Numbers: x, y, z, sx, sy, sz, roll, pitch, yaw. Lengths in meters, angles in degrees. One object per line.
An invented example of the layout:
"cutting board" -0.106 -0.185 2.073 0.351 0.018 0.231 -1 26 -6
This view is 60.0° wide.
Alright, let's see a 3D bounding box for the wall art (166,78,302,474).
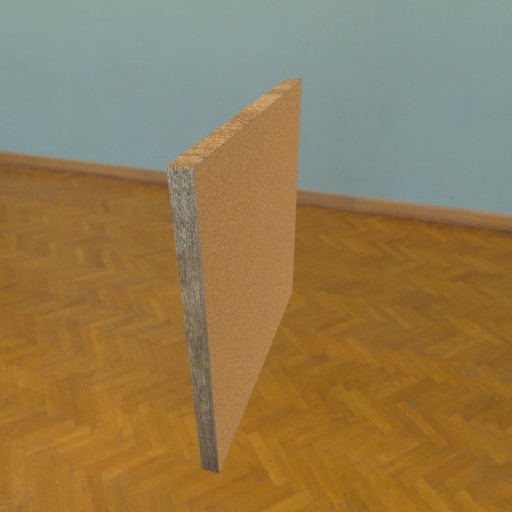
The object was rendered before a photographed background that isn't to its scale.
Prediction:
"wall art" 0.000 0.000 0.932 0.042 0.608 0.611 9 32 14
